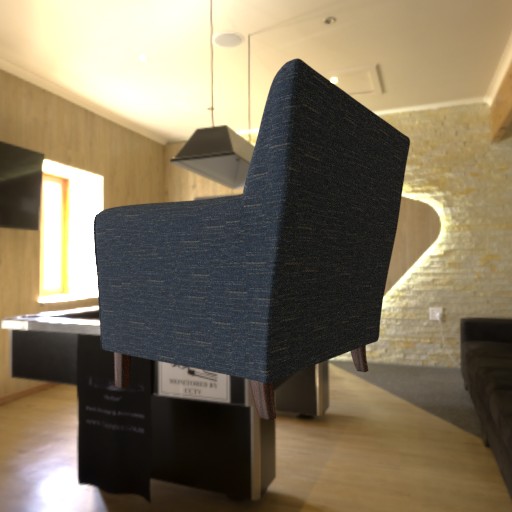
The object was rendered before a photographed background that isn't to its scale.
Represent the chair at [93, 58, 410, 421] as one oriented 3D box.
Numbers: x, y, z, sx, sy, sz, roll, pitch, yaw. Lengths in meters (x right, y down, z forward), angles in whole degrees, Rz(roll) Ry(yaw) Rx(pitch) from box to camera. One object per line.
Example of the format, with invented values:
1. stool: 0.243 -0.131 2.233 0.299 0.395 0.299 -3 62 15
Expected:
1. chair: 0.000 0.000 1.632 0.873 0.928 0.864 -1 -1 36
